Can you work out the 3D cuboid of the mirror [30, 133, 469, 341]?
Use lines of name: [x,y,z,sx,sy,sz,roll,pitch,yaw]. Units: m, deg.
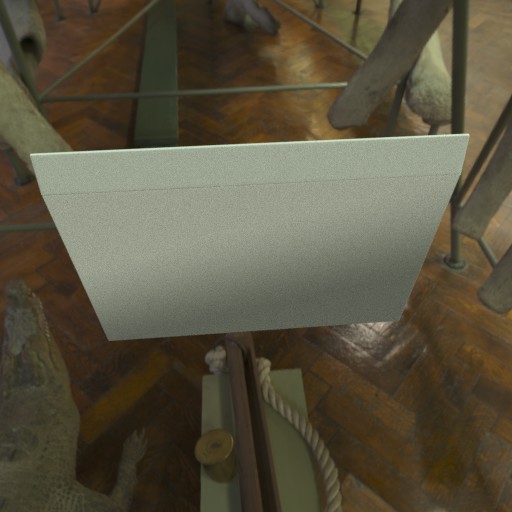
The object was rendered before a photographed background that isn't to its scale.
mirror: [0.000,0.000,1.100,0.870,0.630,0.030,-3,48,-3]
